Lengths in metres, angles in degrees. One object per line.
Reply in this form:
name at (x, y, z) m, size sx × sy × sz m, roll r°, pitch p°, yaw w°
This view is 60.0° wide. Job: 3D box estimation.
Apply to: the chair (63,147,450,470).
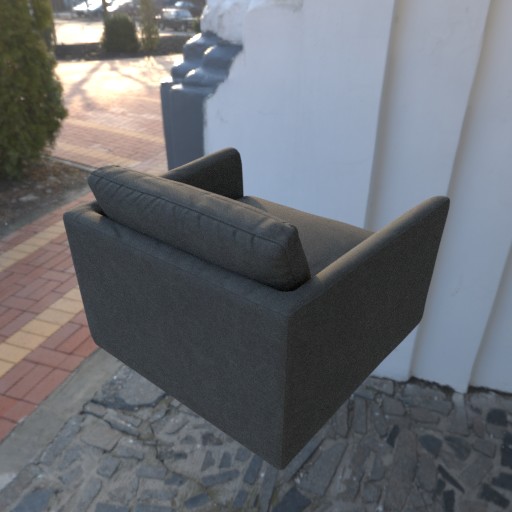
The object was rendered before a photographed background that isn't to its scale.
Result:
chair at (0.000, 0.000, 1.863) m, size 1.190 × 0.845 × 1.091 m, roll 21°, pitch 36°, yaw 32°
